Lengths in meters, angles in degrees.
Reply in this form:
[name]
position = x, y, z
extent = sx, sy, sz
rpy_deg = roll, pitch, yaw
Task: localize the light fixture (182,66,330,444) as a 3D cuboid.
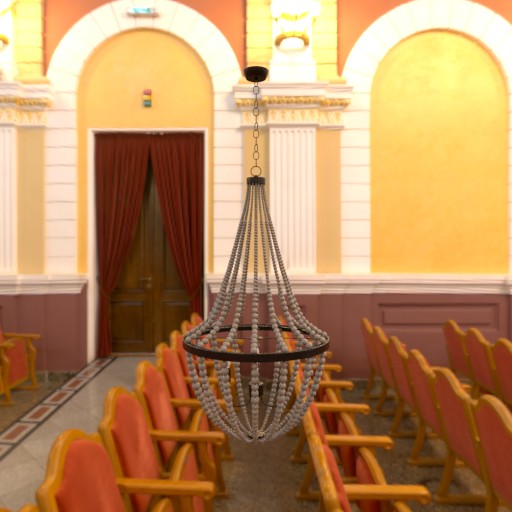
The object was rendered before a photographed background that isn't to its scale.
[light fixture]
position = 0.000, 0.000, 1.369
extent = 0.450, 1.133, 0.450
rpy_deg = 0, 1, 0
